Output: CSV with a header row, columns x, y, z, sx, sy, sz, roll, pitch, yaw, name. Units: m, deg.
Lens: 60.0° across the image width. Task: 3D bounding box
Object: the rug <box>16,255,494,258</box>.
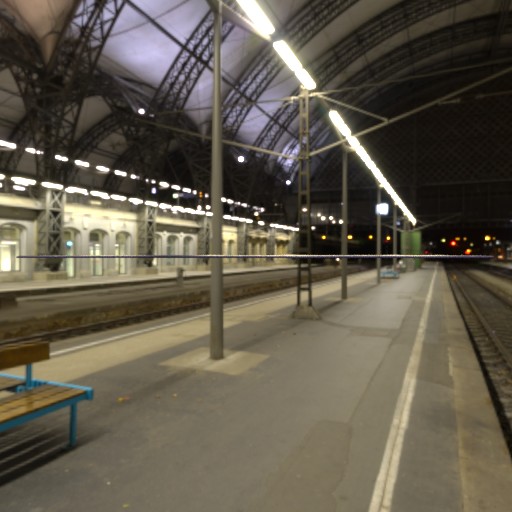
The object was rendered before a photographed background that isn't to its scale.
x,y,z,sx,sy,sz,roll,pitch,yaw,name
0.000,0.000,2.232,1.781,0.012,1.184,0,0,1,rug
